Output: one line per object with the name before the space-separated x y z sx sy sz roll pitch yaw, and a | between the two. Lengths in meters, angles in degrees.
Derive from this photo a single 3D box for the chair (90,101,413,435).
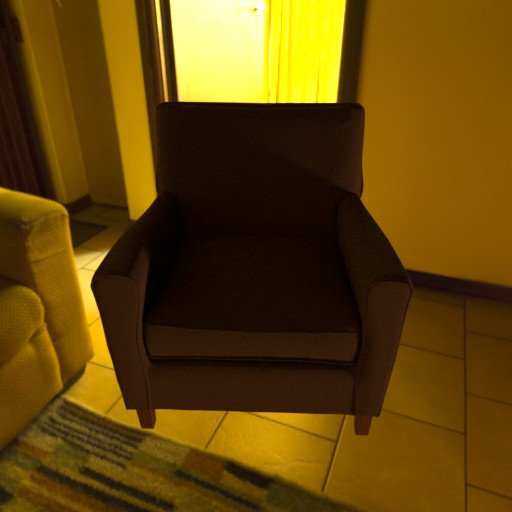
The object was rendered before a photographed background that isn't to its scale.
chair | 0.000 0.000 1.562 0.836 0.911 0.831 1 29 2
